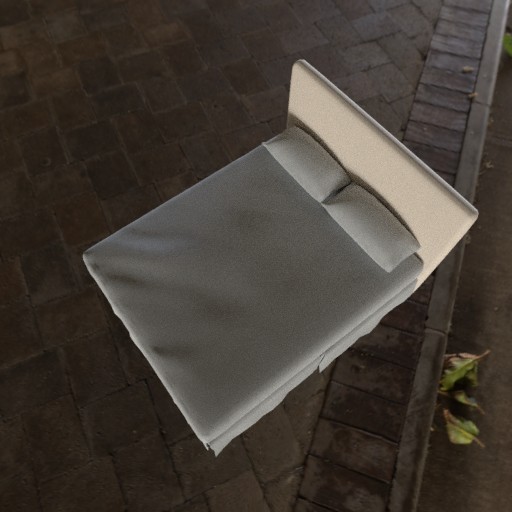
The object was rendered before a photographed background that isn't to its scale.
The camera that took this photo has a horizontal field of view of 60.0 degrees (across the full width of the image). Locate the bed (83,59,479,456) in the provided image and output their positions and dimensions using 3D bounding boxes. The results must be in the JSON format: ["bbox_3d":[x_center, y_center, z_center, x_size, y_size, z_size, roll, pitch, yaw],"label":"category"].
[{"bbox_3d":[0.000,0.000,3.242,2.142,1.330,1.748,-34,69,-16],"label":"bed"}]
